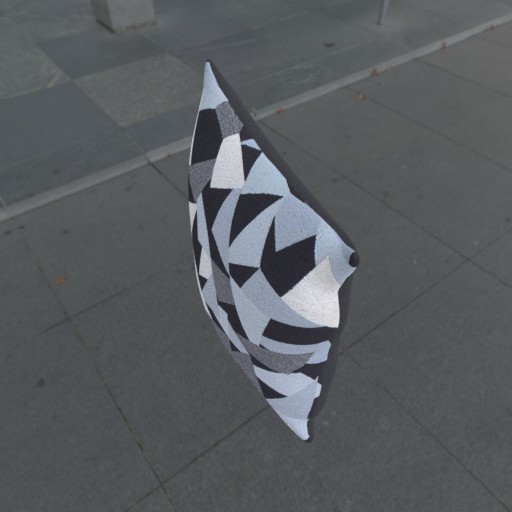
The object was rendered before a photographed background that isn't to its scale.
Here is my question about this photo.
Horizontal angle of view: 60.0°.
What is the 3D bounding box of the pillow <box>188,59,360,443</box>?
[{"bbox_3d":[0.000,0.000,0.773,0.208,0.496,0.503,-16,49,-15],"label":"pillow"}]
